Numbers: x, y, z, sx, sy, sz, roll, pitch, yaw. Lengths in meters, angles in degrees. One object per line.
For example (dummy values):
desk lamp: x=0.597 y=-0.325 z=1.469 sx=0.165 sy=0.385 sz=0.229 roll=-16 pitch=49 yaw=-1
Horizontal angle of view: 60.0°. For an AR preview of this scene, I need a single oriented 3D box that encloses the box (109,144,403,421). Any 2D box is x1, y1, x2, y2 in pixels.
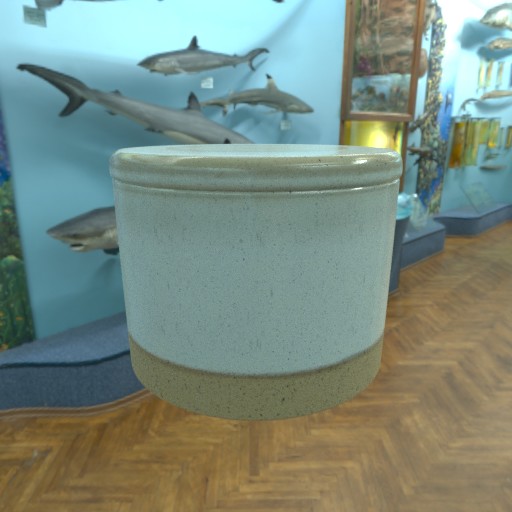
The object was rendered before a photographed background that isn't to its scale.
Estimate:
box: x=0.000 y=0.000 z=0.259 sx=0.154 sy=0.123 sz=0.154 roll=0 pitch=16 yaw=0
